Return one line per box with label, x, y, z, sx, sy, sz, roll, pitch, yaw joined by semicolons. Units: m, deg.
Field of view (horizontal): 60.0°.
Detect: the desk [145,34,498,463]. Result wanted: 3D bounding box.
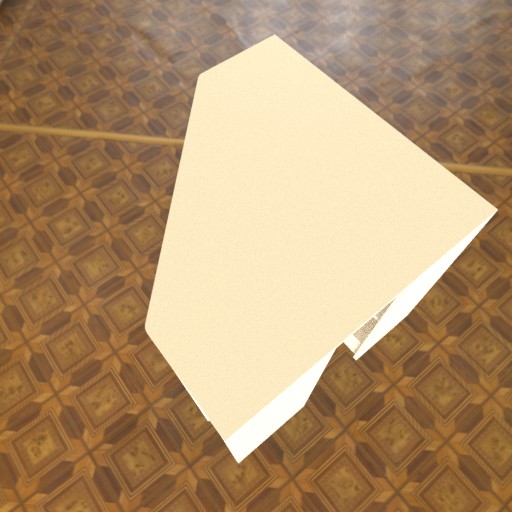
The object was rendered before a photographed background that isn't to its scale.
desk;0.000;0.000;1.596;0.926;0.818;0.940;-35;68;-17
